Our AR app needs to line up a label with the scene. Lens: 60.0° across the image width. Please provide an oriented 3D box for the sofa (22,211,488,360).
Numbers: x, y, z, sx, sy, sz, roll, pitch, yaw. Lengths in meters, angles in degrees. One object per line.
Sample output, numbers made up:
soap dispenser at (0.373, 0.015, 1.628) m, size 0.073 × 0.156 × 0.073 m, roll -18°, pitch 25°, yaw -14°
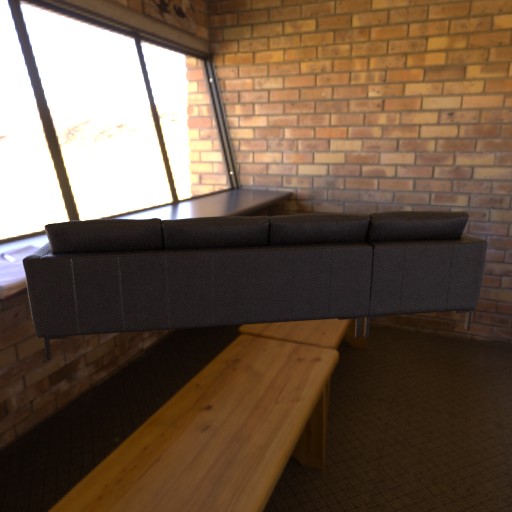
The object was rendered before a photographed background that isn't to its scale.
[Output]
sofa at (0.000, 0.000, 3.539) m, size 2.993 × 0.859 × 1.471 m, roll -2°, pitch 15°, yaw -9°
